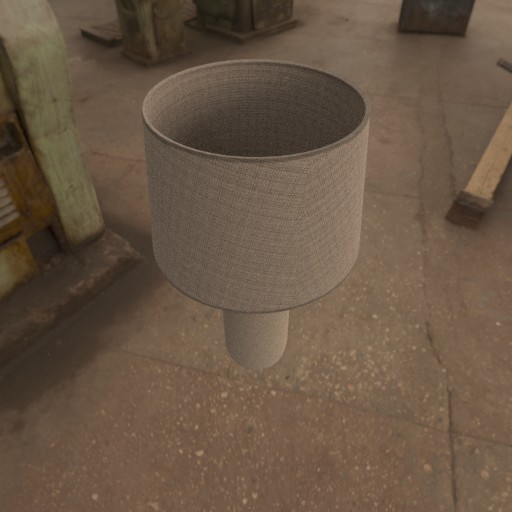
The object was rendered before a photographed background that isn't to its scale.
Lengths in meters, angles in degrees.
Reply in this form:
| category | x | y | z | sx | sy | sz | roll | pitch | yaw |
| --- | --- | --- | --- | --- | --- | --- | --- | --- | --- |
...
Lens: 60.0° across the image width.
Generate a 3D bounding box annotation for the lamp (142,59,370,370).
| category | x | y | z | sx | sy | sz | roll | pitch | yaw |
| --- | --- | --- | --- | --- | --- | --- | --- | --- | --- |
| lamp | 0.000 | 0.000 | 0.837 | 0.367 | 0.609 | 0.367 | 0 | 43 | 0 |
